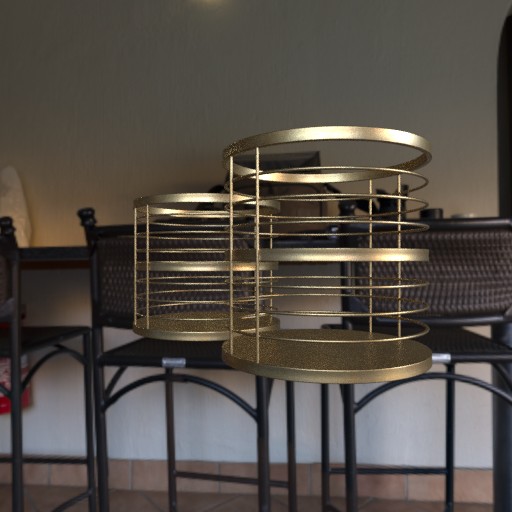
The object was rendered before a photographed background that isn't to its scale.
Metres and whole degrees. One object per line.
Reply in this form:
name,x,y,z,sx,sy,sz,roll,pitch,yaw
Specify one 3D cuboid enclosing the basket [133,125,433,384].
basket,0.000,0.000,0.933,0.356,0.351,0.746,0,0,-37
